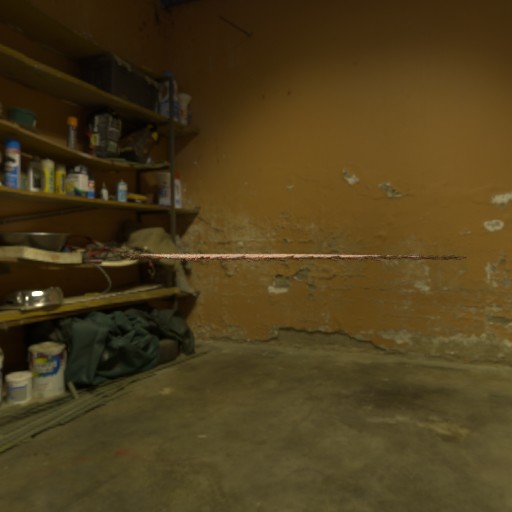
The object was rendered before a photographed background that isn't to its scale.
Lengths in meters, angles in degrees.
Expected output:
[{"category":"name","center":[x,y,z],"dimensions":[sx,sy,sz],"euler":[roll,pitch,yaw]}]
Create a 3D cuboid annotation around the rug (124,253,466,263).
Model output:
[{"category":"rug","center":[0.000,0.000,3.182],"dimensions":[1.778,0.048,2.450],"euler":[0,1,-19]}]
